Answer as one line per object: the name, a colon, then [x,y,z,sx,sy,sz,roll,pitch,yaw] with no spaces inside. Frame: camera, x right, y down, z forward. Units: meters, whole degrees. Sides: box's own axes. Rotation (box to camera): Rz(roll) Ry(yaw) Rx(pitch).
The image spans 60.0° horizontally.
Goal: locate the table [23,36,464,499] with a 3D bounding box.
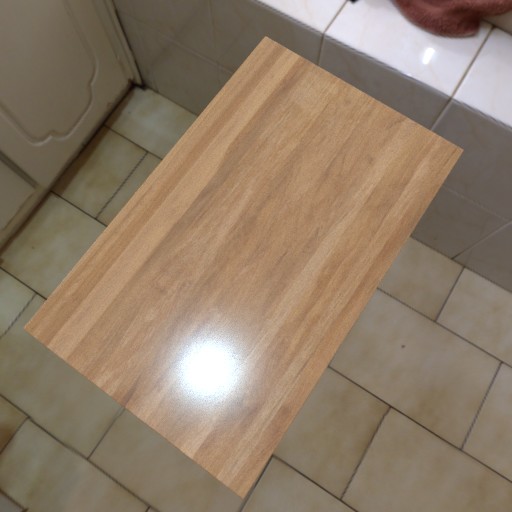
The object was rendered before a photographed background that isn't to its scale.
table: [0.000,0.000,1.416,0.692,0.441,1.100,34,77,9]
